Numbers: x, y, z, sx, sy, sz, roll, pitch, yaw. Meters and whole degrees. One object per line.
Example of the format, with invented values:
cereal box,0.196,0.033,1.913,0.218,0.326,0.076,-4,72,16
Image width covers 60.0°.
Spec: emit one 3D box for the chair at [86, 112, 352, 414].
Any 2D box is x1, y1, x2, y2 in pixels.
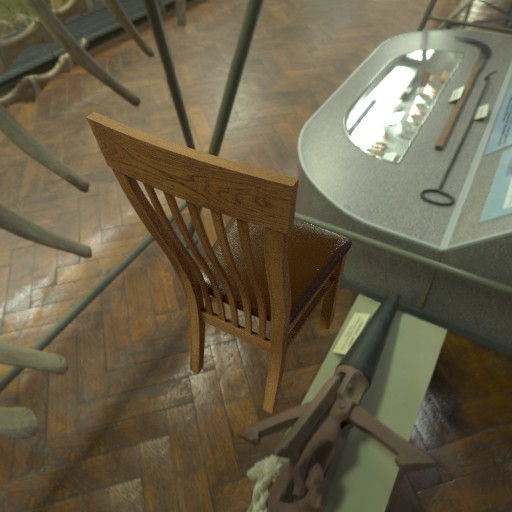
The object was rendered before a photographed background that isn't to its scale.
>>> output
chair,0.000,0.000,1.332,0.450,1.050,0.580,22,50,20
